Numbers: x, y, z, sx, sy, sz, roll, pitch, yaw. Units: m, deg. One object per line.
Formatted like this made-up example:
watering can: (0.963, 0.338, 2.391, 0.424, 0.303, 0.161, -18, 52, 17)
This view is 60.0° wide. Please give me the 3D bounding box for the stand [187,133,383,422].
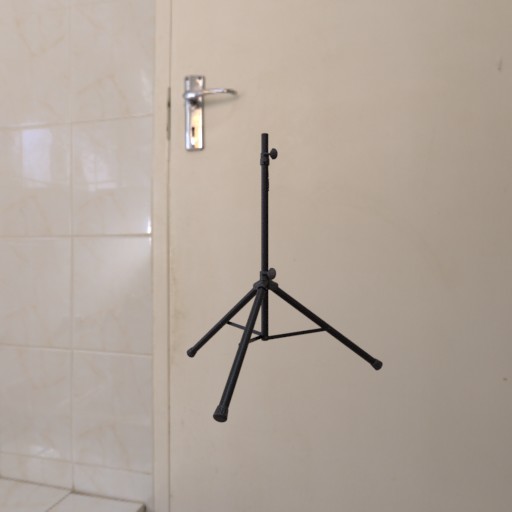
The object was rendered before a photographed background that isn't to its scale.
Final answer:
stand: (0.000, 0.000, 1.926, 1.045, 1.136, 0.907, 0, 1, 17)
